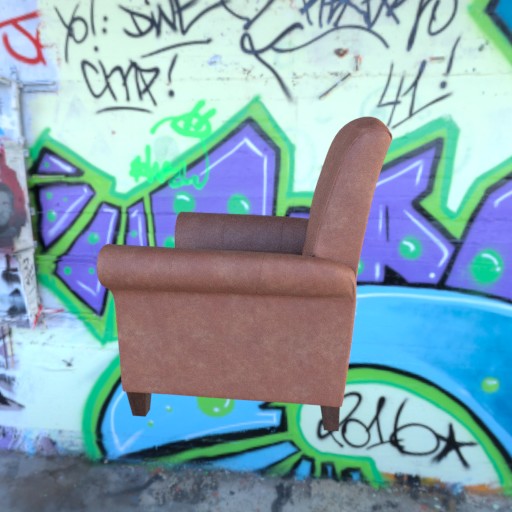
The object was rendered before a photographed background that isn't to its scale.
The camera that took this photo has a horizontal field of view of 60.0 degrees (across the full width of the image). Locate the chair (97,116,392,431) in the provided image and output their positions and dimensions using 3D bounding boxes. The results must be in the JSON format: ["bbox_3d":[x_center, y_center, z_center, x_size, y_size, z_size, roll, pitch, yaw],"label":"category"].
[{"bbox_3d":[0.000,0.000,1.791,0.902,1.061,0.978,2,13,7],"label":"chair"}]
